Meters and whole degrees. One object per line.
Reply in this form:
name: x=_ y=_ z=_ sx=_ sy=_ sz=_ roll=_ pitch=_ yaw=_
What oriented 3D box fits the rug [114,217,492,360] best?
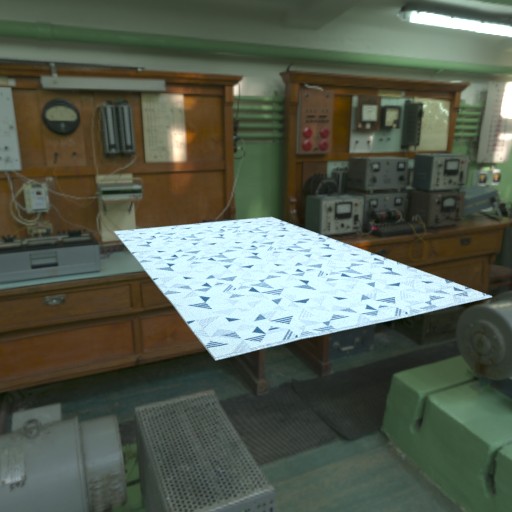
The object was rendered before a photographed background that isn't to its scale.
rug: x=0.000 y=0.000 z=3.020 sx=1.512 sy=0.009 sz=2.457 roll=-7 pitch=17 yaw=-25
